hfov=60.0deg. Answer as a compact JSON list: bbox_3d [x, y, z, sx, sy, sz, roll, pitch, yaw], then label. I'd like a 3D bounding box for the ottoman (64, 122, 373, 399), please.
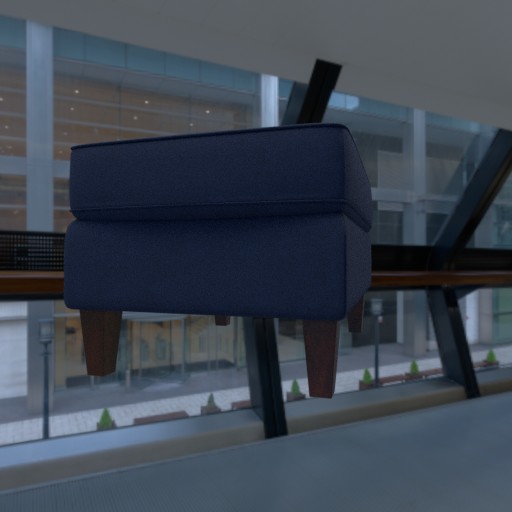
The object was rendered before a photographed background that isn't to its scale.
[{"bbox_3d":[0.000,0.000,1.407,0.686,0.584,0.965,0,0,17],"label":"ottoman"}]
